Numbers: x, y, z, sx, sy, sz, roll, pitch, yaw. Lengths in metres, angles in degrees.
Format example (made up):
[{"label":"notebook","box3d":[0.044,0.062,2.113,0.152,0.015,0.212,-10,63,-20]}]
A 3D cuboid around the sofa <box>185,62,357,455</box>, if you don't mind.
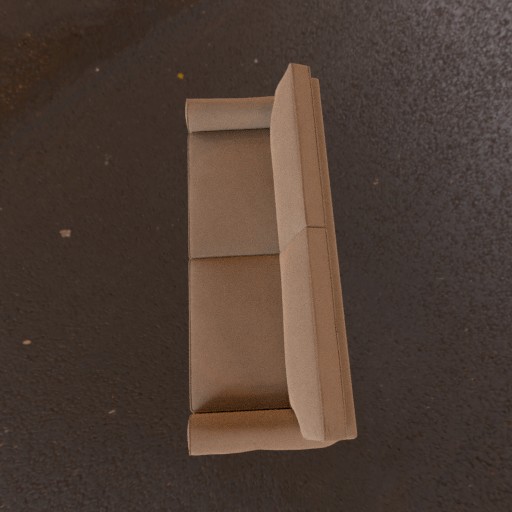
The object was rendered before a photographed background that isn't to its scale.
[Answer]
[{"label":"sofa","box3d":[0.000,0.000,2.766,0.900,1.014,2.246,-3,73,-1]}]
